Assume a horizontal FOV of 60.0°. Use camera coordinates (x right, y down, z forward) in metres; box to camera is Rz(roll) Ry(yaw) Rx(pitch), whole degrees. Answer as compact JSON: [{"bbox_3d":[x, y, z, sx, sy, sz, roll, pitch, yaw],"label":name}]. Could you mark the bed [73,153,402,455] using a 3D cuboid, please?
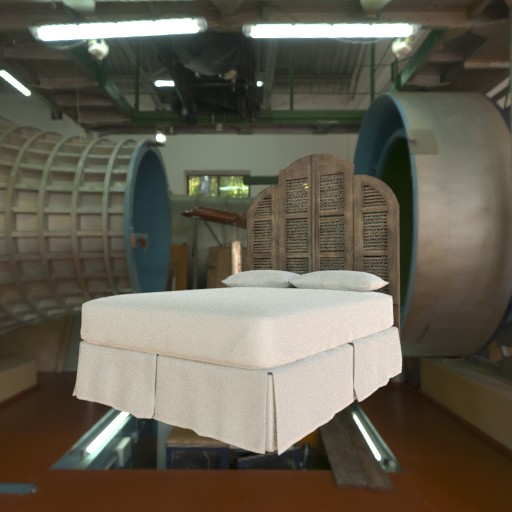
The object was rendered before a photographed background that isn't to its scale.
[{"bbox_3d":[0.000,0.000,3.480,1.713,2.019,2.138,-1,-2,35],"label":"bed"}]
